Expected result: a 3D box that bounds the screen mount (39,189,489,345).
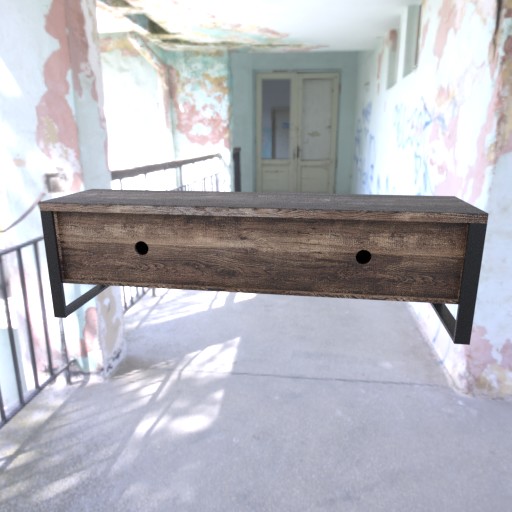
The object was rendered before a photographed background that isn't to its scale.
[{"bbox_3d":[0.000,0.000,1.738,1.524,0.450,0.395,2,16,8],"label":"screen mount"}]
